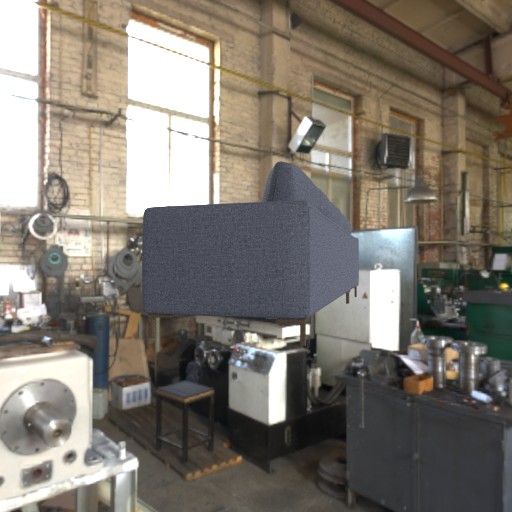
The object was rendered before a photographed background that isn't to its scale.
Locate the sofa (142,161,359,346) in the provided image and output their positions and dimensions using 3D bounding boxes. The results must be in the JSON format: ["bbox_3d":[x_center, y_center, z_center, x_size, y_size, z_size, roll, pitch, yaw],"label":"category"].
[{"bbox_3d":[0.000,0.000,2.834,1.125,0.673,2.445,0,-1,17],"label":"sofa"}]
